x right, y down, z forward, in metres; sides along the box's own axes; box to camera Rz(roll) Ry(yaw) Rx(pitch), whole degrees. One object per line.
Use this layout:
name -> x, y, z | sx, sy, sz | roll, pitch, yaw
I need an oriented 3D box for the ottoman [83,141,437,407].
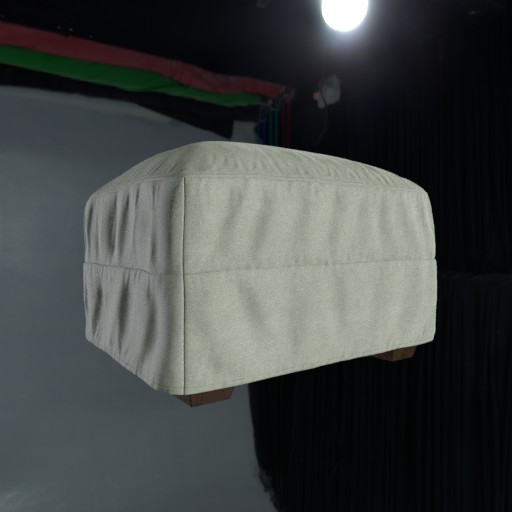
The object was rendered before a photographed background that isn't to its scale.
ottoman -> 0.000, 0.000, 1.071 | 0.712, 0.480, 0.584 | -1, 1, -35
